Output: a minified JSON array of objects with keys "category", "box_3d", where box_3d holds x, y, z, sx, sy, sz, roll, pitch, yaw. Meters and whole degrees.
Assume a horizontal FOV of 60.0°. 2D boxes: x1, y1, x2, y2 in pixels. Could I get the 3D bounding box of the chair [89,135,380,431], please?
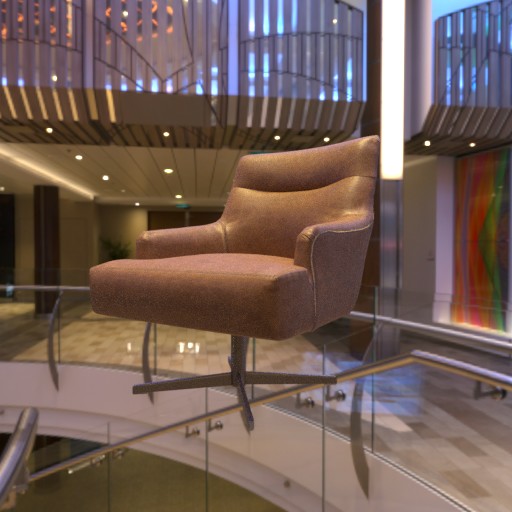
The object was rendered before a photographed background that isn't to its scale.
[{"category":"chair","box_3d":[0.000,0.000,1.524,0.729,0.869,0.874,1,1,37]}]
